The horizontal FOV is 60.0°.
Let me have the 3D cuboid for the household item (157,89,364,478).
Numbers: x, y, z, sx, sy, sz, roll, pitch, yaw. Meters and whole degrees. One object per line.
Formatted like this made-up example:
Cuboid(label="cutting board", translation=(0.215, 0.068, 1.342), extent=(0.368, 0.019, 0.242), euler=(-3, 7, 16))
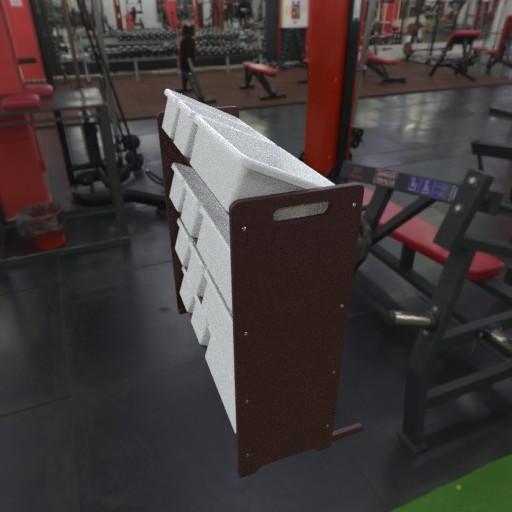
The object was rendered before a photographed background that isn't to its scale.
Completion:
Cuboid(label="household item", translation=(0.000, 0.000, 1.336), extent=(0.389, 0.864, 0.787), euler=(-11, 32, -18))
